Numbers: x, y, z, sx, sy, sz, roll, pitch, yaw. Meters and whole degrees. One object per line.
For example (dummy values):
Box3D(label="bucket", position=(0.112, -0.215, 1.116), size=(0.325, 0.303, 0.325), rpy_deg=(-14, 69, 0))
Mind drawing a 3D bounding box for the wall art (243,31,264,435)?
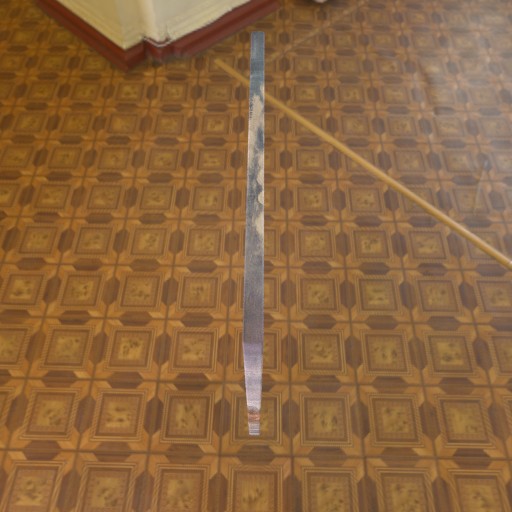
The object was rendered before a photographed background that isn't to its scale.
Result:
Box3D(label="wall art", position=(0.000, 0.000, 1.546), size=(0.040, 1.020, 1.010), rpy_deg=(1, 59, 0))
